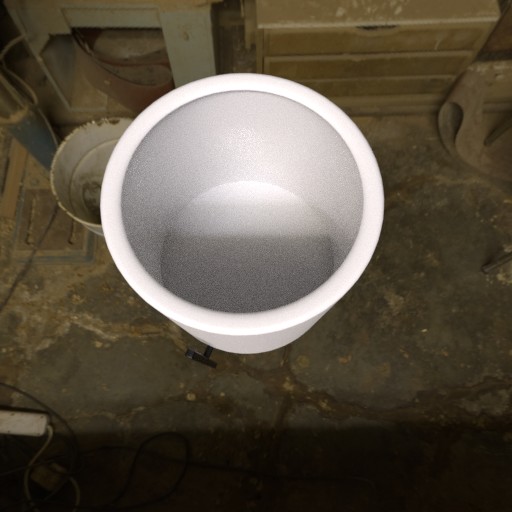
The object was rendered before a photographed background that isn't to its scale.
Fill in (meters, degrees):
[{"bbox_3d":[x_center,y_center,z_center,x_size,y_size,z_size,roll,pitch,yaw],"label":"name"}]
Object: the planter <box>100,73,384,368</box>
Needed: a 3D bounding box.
[{"bbox_3d":[0.000,0.000,0.509,0.239,0.356,0.239,0,74,0],"label":"planter"}]
